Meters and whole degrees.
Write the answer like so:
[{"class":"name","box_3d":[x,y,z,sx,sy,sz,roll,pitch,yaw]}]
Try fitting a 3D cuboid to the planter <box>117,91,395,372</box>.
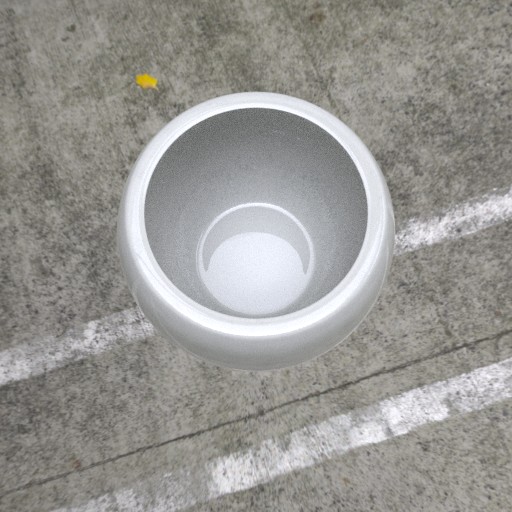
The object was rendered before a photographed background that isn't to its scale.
[{"class":"planter","box_3d":[0.000,0.000,0.439,0.222,0.278,0.222,0,76,0]}]
